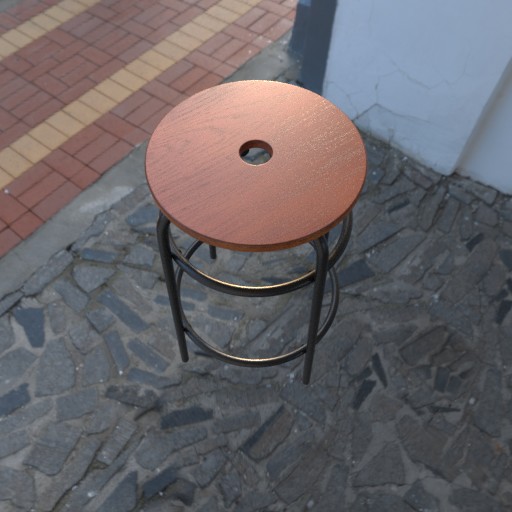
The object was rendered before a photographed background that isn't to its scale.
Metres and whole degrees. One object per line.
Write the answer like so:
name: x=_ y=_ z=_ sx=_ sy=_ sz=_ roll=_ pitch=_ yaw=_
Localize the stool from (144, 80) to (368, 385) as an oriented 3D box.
stool: x=0.000 y=0.000 z=0.930 sx=0.455 sy=0.610 sz=0.455 roll=-31 pitch=64 yaw=-17
